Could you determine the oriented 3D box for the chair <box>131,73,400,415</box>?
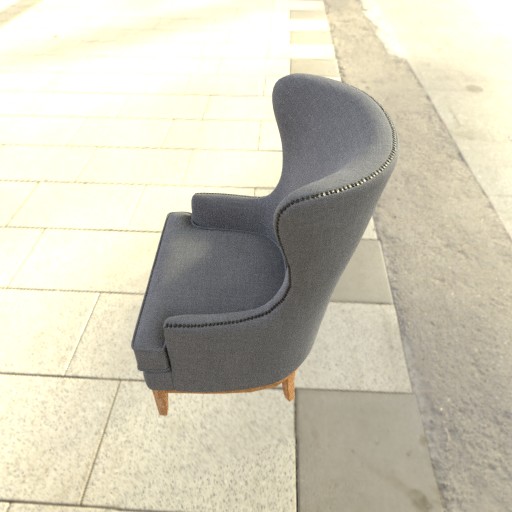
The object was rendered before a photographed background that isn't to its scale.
[{"bbox_3d":[0.000,0.000,1.799,0.883,1.176,0.864,1,43,1],"label":"chair"}]
